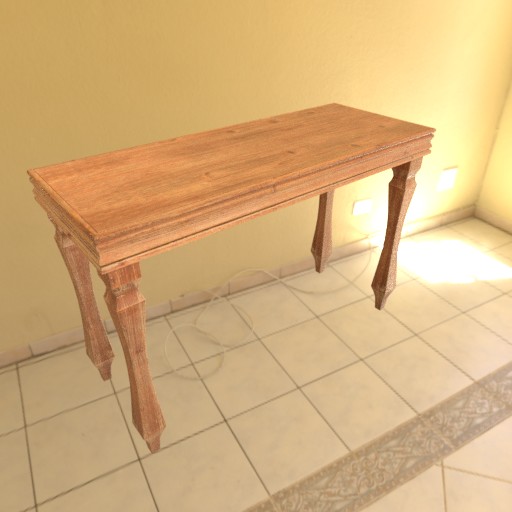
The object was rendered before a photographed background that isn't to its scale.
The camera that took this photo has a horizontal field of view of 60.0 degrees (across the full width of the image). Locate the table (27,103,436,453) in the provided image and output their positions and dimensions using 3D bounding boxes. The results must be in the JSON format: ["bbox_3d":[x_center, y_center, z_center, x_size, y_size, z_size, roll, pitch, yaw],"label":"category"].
[{"bbox_3d":[0.000,0.000,1.728,1.330,0.873,0.522,-23,39,-32],"label":"table"}]
